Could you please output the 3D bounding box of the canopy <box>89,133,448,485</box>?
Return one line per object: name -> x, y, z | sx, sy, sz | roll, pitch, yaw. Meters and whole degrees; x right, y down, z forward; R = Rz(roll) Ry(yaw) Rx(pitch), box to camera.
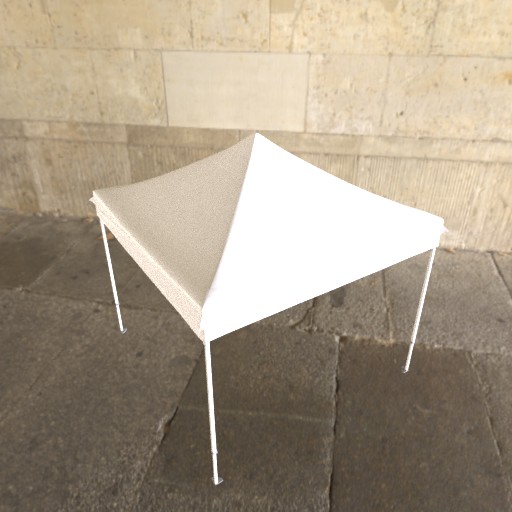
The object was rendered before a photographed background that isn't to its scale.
canopy -> 0.000, 0.000, 5.424 | 2.996, 2.998, 2.994 | -18, 35, -28
